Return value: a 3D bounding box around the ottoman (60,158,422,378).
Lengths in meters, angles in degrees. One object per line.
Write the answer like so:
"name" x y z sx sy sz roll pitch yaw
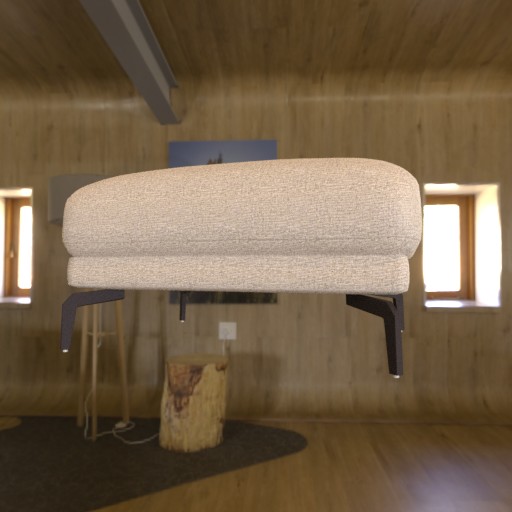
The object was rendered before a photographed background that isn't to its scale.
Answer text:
"ottoman" 0.000 0.000 1.111 0.772 0.420 0.568 0 -1 19
